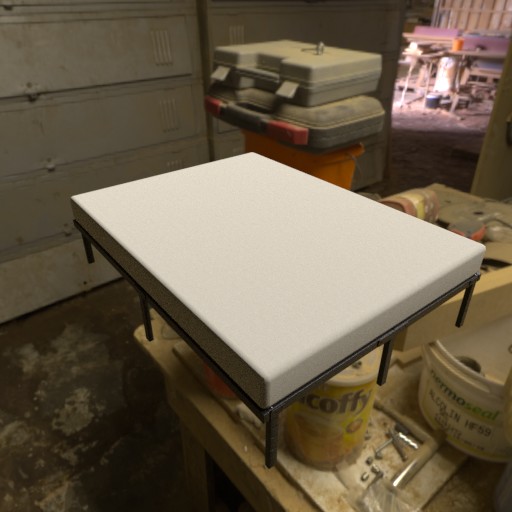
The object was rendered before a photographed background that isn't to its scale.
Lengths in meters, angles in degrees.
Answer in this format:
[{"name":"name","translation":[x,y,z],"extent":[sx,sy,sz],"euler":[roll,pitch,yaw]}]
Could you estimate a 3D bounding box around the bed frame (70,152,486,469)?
[{"name":"bed frame","translation":[0.000,0.000,3.536],"extent":[1.990,0.680,2.635],"euler":[-22,37,-32]}]
